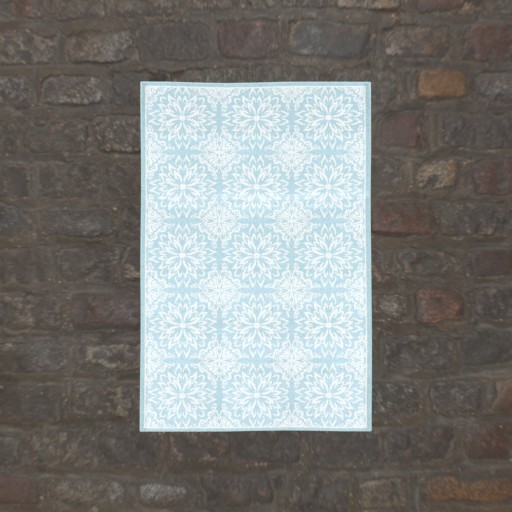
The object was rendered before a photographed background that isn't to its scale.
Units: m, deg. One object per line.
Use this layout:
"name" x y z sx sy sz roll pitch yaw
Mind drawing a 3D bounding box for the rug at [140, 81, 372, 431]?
"rug" 0.000 0.000 2.332 1.219 0.012 1.840 0 90 0
